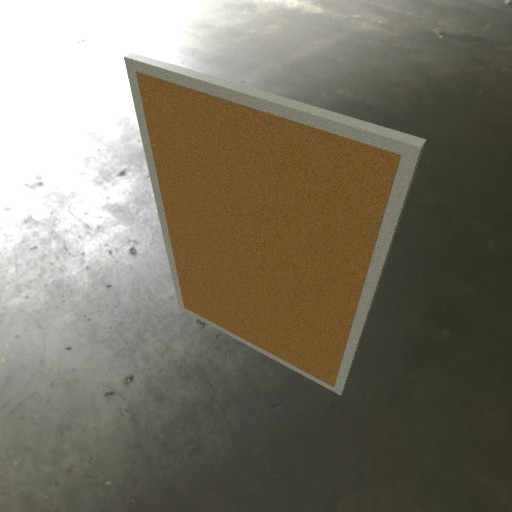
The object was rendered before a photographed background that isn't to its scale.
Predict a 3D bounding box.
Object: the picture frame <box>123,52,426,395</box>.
[{"bbox_3d":[0.000,0.000,0.557,0.305,0.434,0.013,24,52,20],"label":"picture frame"}]
